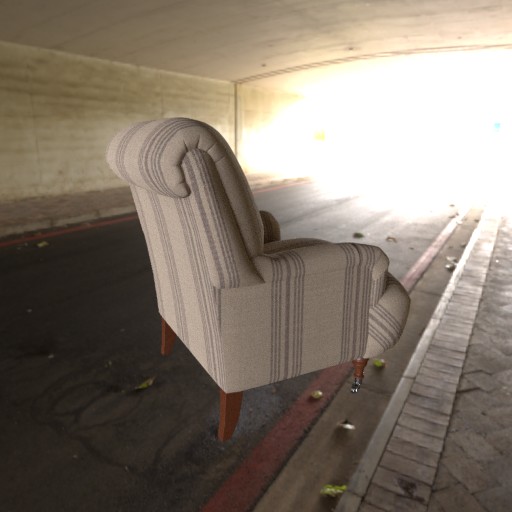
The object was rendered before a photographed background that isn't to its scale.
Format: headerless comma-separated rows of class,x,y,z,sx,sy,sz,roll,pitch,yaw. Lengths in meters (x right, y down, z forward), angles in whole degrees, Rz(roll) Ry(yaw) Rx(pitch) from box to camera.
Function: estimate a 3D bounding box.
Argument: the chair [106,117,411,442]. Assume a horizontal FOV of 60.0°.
chair,0.000,0.000,1.614,0.914,0.940,0.813,-8,17,-27
